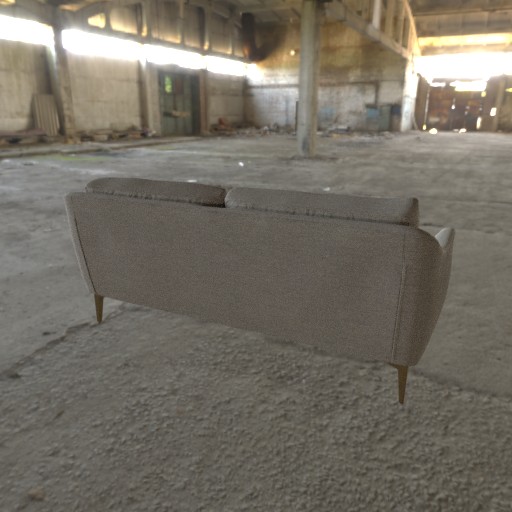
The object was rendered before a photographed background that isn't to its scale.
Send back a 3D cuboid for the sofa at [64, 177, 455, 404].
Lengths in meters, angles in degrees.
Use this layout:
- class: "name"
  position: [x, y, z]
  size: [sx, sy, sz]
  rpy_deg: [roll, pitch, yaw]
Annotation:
- class: "sofa"
  position: [0.000, 0.000, 2.536]
  size: [2.036, 0.913, 0.980]
  rpy_deg: [9, 20, 25]
